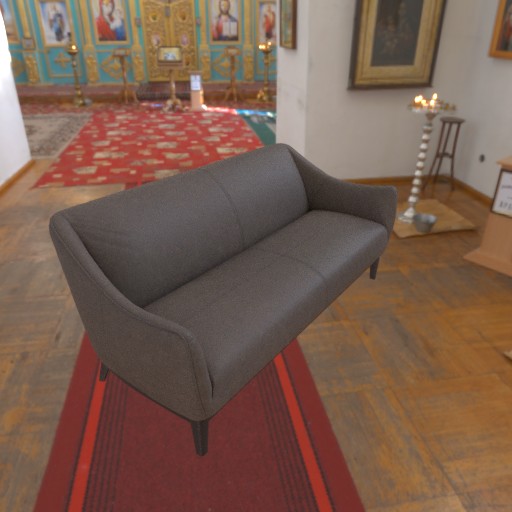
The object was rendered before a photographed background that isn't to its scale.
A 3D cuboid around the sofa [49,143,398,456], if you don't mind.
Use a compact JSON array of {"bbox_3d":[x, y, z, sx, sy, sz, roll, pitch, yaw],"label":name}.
[{"bbox_3d":[0.000,0.000,2.363,0.869,0.831,1.928,17,31,31],"label":"sofa"}]
